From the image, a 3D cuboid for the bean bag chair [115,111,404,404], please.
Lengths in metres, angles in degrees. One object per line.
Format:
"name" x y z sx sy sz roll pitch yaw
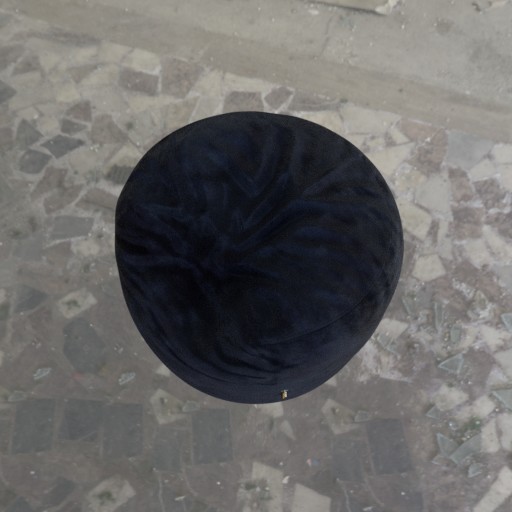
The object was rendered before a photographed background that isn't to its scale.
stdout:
"bean bag chair" 0.000 0.000 1.518 0.918 0.616 0.918 0 62 0
